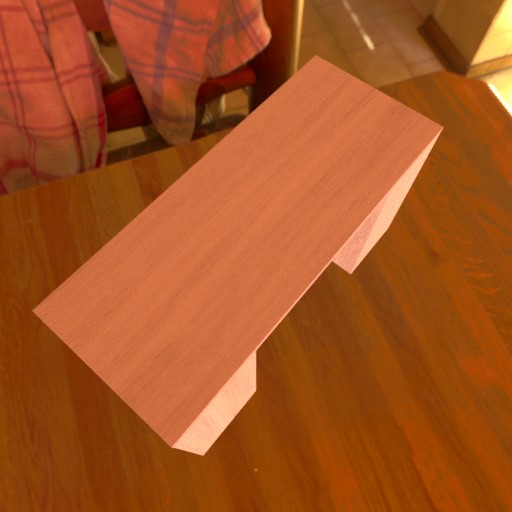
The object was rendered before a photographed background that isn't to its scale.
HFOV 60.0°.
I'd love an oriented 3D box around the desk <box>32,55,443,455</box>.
[{"bbox_3d":[0.000,0.000,1.781,0.600,0.740,1.390,37,70,16],"label":"desk"}]
